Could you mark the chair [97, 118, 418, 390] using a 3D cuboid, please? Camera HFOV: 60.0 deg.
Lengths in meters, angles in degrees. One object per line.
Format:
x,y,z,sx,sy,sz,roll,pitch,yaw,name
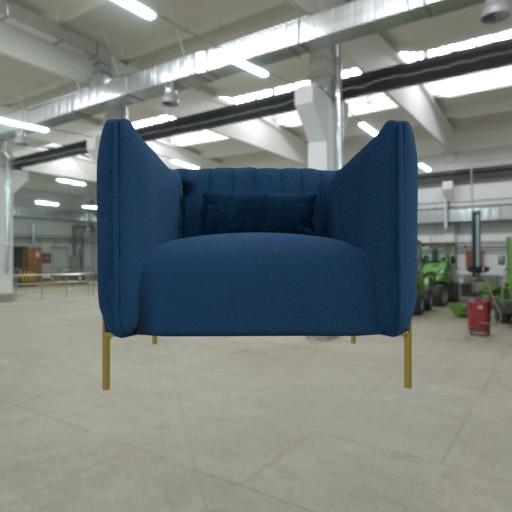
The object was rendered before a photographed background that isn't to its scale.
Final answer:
0.000,0.000,1.648,0.947,0.793,0.877,0,0,-1,chair
